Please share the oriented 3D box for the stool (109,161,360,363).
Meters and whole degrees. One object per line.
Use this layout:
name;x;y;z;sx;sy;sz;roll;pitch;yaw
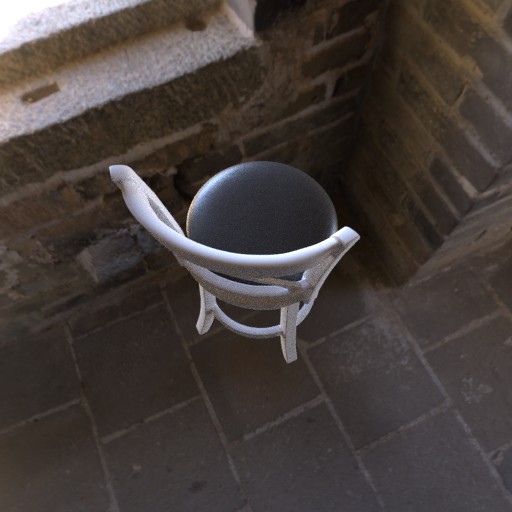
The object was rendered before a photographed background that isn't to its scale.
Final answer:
stool;0.000;0.000;1.225;0.444;0.953;0.508;16;64;8
